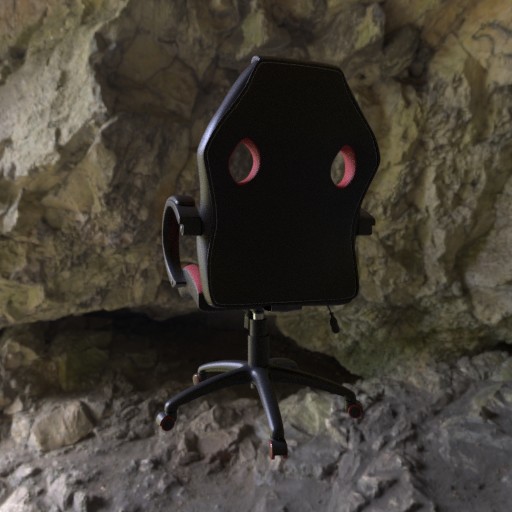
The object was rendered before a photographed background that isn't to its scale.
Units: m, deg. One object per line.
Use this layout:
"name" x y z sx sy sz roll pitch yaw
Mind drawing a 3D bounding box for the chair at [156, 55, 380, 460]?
"chair" 0.000 0.000 1.657 0.750 1.189 0.783 -1 3 -18
